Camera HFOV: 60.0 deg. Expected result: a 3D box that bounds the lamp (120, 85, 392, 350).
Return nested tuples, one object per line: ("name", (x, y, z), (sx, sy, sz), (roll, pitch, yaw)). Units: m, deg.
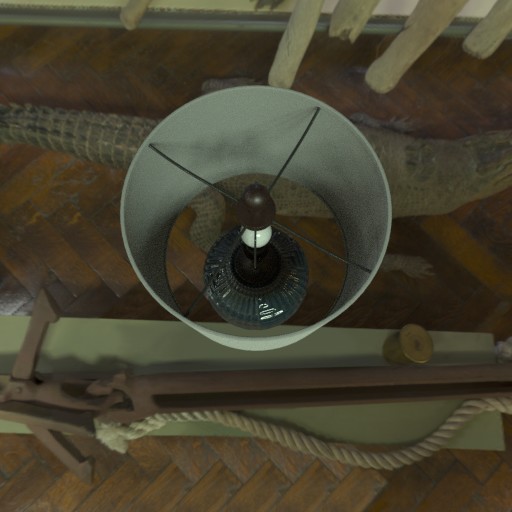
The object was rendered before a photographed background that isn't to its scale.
("lamp", (0.000, 0.000, 0.760), (0.318, 0.567, 0.318), (0, 76, 0))
